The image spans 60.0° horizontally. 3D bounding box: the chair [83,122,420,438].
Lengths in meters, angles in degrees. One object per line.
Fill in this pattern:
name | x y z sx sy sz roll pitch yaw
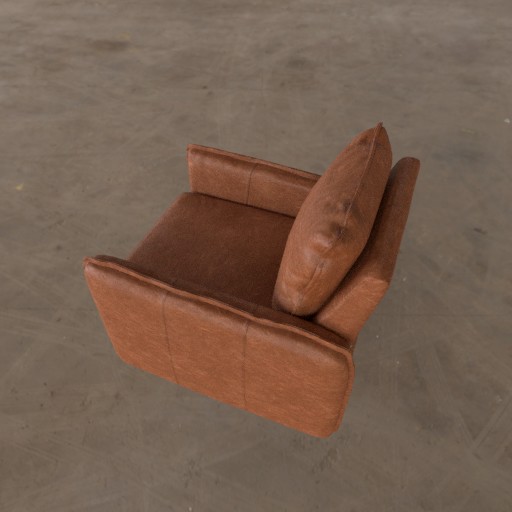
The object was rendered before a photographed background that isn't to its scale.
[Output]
chair | 0.000 0.000 1.610 0.922 0.922 0.830 16 48 15
